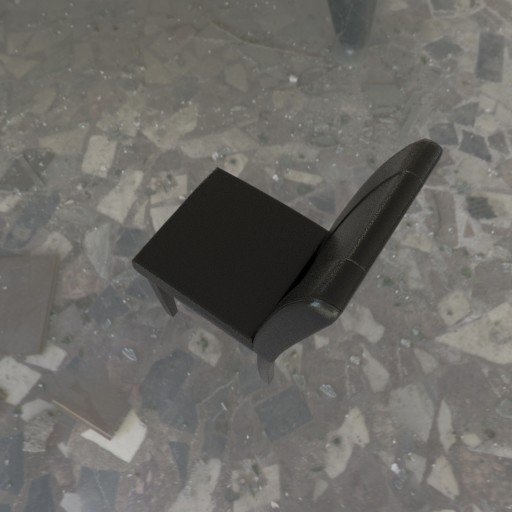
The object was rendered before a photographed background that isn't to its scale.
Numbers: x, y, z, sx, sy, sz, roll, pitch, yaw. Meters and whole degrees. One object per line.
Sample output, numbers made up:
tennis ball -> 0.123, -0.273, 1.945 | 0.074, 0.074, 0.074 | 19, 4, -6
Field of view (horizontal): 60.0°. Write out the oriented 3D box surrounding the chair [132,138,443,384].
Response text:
chair -> 0.000, 0.000, 1.168 | 0.556, 0.897, 0.399 | 32, 68, 15
